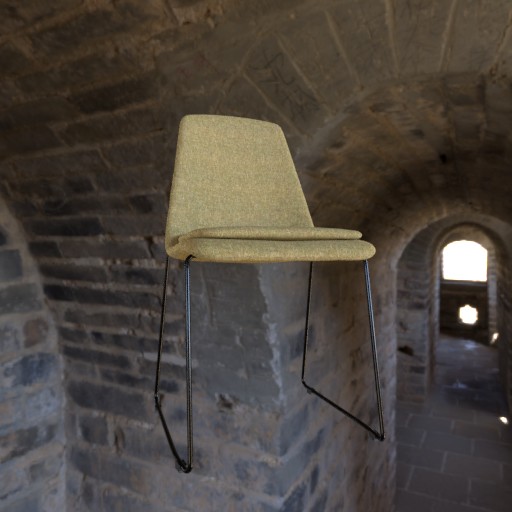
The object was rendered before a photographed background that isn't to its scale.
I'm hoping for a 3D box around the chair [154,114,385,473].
[{"bbox_3d":[0.000,0.000,1.140,0.479,0.849,0.496,0,1,-19],"label":"chair"}]
